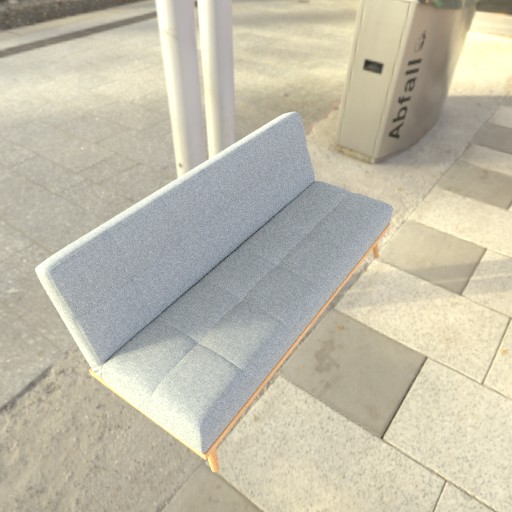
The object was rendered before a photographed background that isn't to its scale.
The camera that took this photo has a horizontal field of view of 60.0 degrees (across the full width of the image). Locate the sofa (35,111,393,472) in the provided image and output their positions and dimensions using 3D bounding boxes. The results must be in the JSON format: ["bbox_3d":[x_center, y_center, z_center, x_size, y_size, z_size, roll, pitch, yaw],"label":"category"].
[{"bbox_3d":[0.000,0.000,2.275,0.800,0.800,1.820,24,46,26],"label":"sofa"}]
